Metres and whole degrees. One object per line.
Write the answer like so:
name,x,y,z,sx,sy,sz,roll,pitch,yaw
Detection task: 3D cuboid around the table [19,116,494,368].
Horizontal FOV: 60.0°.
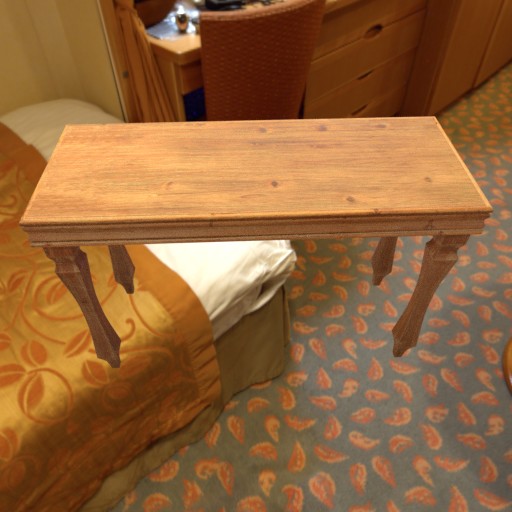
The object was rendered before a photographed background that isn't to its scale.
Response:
table,0.000,0.000,1.732,1.330,0.873,0.522,-2,47,-2
